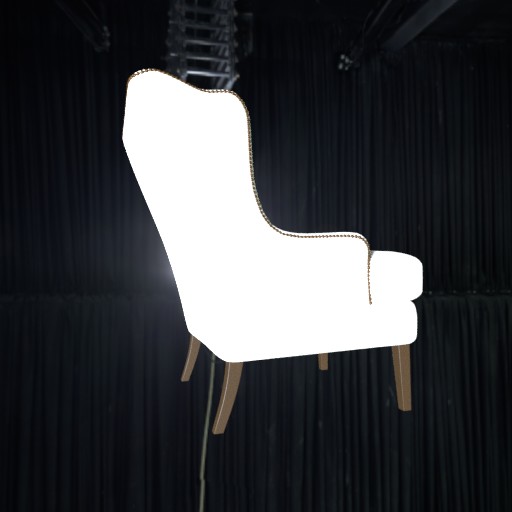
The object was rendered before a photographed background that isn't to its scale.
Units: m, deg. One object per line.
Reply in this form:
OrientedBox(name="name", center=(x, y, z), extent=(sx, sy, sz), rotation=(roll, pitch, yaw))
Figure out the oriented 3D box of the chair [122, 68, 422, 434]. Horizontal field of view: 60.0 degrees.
OrientedBox(name="chair", center=(0.000, 0.000, 1.637), extent=(0.940, 1.029, 0.737), rotation=(0, -1, -18))
